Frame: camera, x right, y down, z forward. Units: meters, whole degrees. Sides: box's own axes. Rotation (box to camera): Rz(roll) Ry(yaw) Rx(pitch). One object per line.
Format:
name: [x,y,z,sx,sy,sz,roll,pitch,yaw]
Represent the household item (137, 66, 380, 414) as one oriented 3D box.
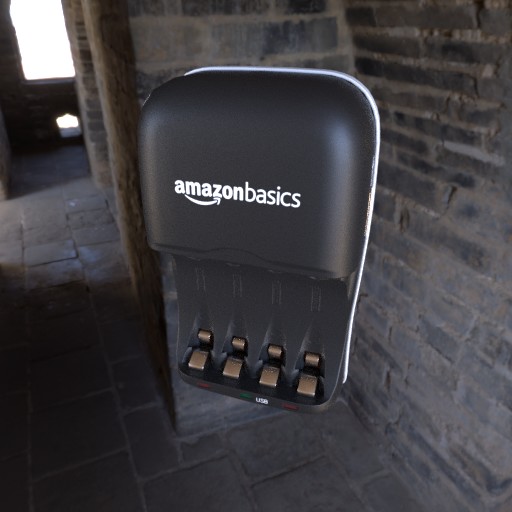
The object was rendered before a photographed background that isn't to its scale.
household item: [0.000,0.000,0.147,0.070,0.114,0.038,9,29,16]
